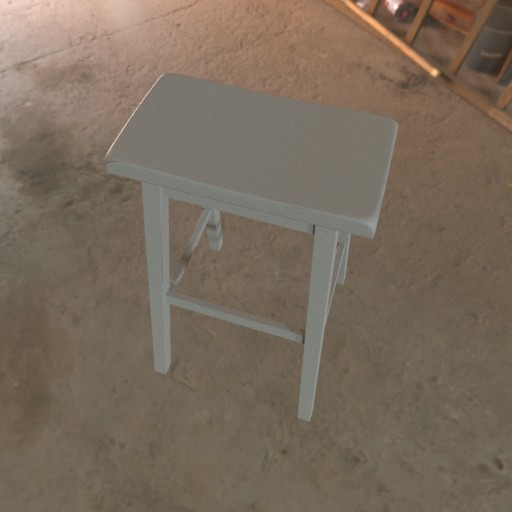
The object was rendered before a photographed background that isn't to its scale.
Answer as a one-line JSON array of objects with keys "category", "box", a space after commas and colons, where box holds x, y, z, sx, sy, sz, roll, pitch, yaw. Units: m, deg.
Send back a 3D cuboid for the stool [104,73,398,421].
[{"category": "stool", "box": [0.000, 0.000, 1.047, 0.457, 0.737, 0.476, 15, 59, 9]}]
